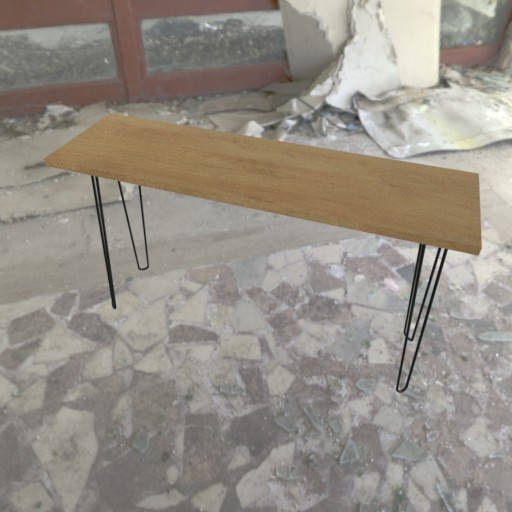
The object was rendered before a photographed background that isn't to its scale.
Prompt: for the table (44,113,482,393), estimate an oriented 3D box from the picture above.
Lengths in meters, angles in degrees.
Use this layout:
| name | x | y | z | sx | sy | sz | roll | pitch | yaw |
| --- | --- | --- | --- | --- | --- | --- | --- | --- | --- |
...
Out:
| name | x | y | z | sx | sy | sz | roll | pitch | yaw |
| --- | --- | --- | --- | --- | --- | --- | --- | --- | --- |
| table | 0.000 | 0.000 | 1.741 | 1.400 | 0.799 | 0.399 | 13 | 43 | 15 |
